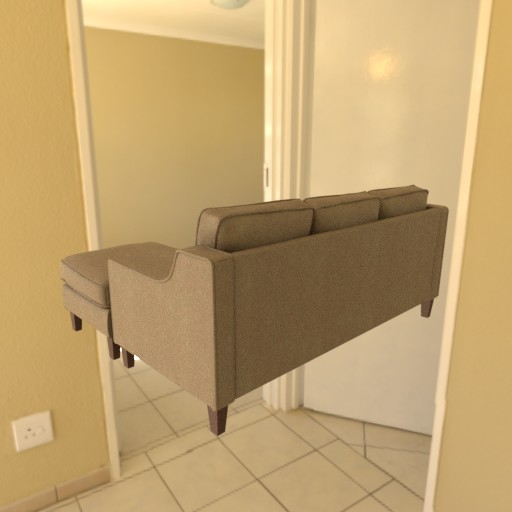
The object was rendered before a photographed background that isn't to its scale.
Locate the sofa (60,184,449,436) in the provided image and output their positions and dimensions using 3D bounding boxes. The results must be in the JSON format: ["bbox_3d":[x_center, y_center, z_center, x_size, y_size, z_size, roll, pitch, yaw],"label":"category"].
[{"bbox_3d":[0.000,0.000,3.354,2.317,1.081,1.858,-14,20,-42],"label":"sofa"}]
